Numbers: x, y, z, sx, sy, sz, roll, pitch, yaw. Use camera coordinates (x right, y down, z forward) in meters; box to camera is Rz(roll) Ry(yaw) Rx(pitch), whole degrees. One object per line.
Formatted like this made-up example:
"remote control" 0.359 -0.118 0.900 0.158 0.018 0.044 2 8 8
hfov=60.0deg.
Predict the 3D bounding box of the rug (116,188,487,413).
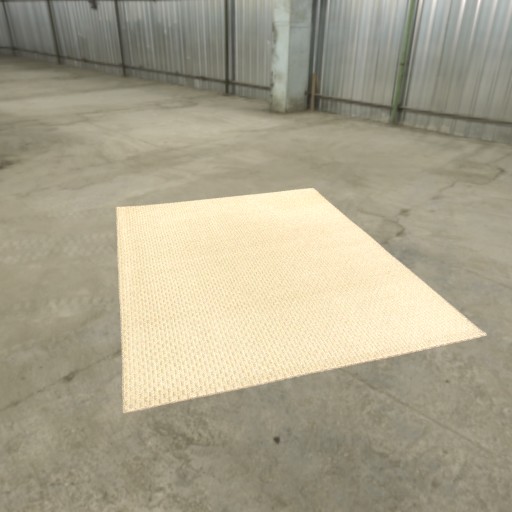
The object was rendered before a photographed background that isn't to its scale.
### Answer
"rug" 0.000 0.000 3.798 2.277 0.035 2.897 -8 29 -14
